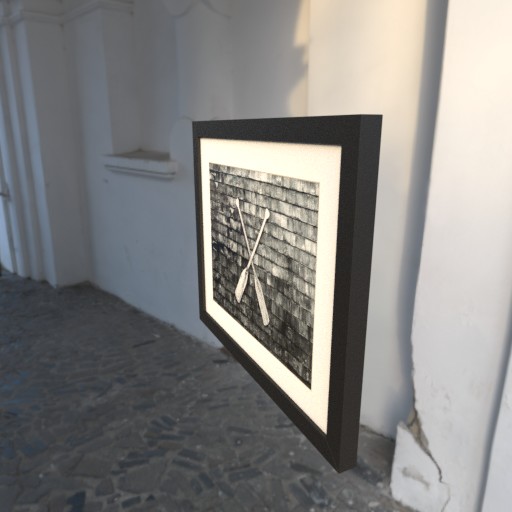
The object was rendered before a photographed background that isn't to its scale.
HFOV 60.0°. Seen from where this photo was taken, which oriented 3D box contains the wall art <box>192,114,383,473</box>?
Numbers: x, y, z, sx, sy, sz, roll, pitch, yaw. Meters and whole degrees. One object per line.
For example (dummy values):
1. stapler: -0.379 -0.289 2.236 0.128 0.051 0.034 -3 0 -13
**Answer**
1. wall art: 0.000 0.000 0.774 0.029 0.457 0.558 -8 18 -25
